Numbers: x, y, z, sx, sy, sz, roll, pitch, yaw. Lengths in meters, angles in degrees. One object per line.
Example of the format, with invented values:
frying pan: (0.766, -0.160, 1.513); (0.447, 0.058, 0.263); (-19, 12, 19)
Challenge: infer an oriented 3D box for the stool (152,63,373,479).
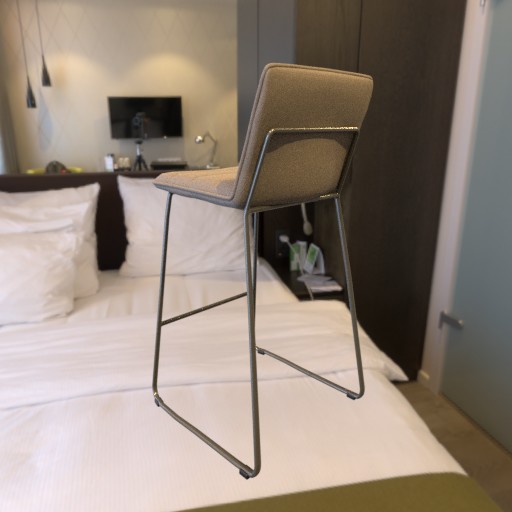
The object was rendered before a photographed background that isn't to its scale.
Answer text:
stool: (0.000, 0.000, 1.268); (0.490, 0.960, 0.490); (-16, 23, -42)
